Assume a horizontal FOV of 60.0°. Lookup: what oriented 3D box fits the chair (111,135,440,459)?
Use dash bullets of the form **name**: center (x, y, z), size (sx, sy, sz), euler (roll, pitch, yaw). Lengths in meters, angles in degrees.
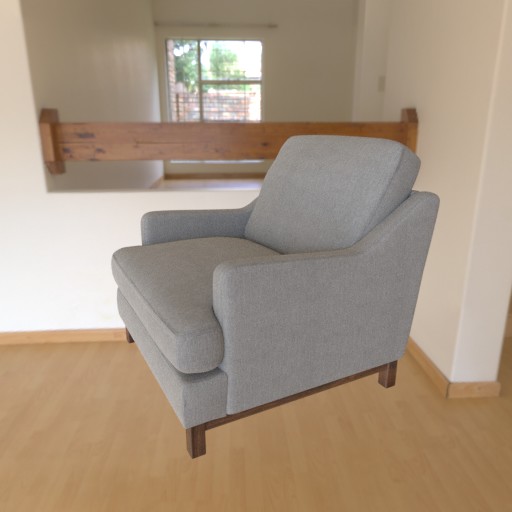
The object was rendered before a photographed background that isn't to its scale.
- **chair**: center (0.000, 0.000, 1.581), size (0.892, 0.821, 0.826), euler (-9, 19, -27)
